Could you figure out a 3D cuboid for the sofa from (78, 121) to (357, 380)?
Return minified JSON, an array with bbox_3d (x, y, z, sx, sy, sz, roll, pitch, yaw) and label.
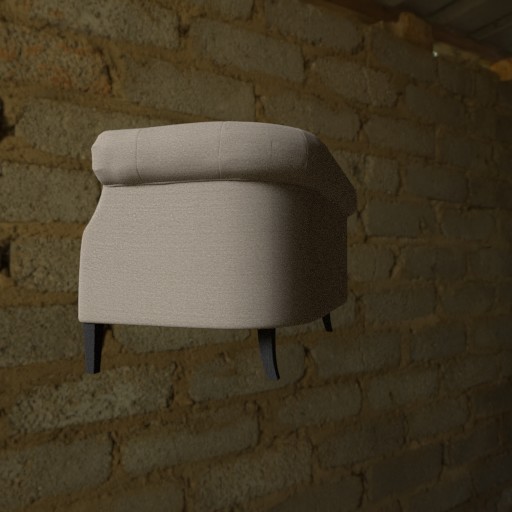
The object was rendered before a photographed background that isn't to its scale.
[{"bbox_3d":[0.000,0.000,2.053,0.835,0.827,1.558,0,-1,19],"label":"sofa"}]
